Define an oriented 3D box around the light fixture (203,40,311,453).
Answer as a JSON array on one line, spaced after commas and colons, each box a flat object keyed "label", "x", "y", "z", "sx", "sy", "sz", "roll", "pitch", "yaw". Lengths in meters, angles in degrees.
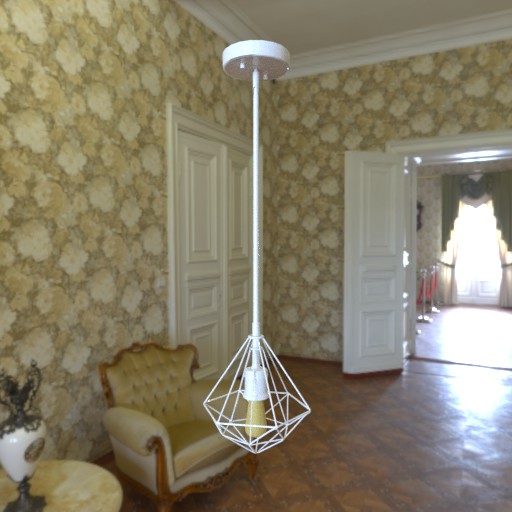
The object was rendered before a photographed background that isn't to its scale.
[{"label": "light fixture", "x": 0.000, "y": 0.000, "z": 1.968, "sx": 0.431, "sy": 1.764, "sz": 0.487, "roll": 0, "pitch": 1, "yaw": -20}]
